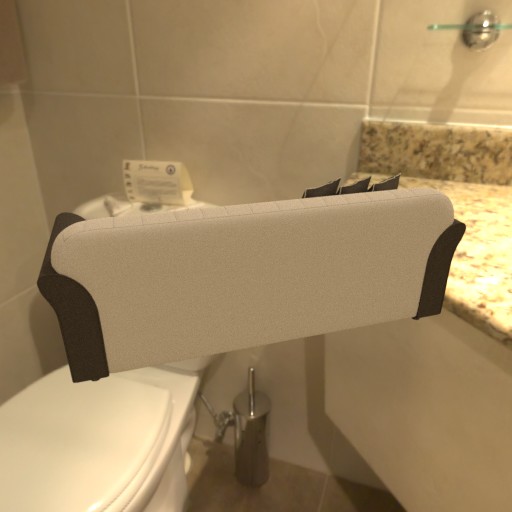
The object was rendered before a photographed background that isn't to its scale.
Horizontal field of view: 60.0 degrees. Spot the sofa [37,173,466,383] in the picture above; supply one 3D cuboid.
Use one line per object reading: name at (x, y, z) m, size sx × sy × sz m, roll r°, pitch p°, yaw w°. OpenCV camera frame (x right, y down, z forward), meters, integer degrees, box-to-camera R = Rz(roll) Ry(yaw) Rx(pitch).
sofa at (0.000, 0.000, 2.379) m, size 2.001 × 0.787 × 0.755 m, roll -7°, pitch 26°, yaw -15°
